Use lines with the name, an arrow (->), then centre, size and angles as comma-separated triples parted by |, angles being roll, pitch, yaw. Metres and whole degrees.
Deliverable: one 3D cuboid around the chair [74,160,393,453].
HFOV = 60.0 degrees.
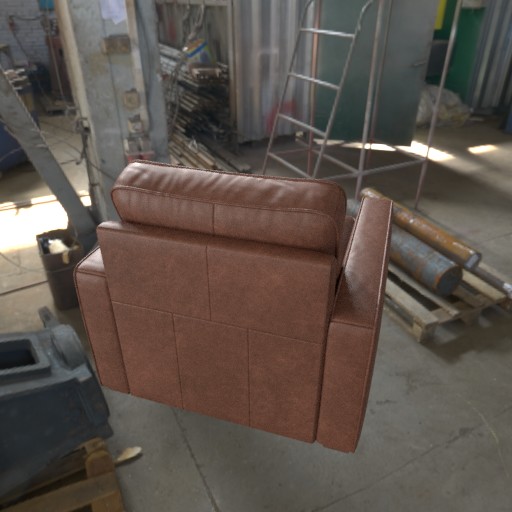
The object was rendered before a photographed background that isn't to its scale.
chair -> 0.000, 0.000, 1.763 | 1.017, 0.919, 0.940 | 9, 32, 15
